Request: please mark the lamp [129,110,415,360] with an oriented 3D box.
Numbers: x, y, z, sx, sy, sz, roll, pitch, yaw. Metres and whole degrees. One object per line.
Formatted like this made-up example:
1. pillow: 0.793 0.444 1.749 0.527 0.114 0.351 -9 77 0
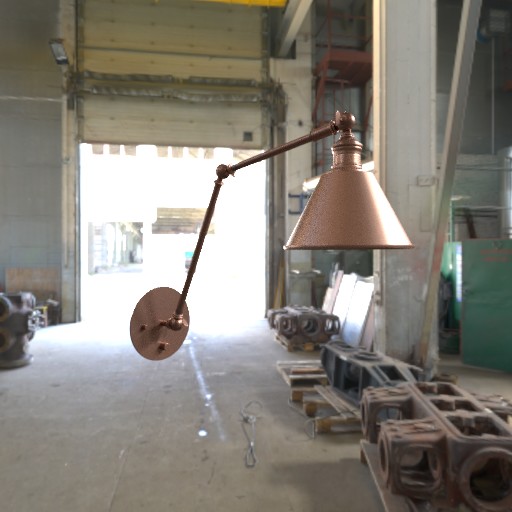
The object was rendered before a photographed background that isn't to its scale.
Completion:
1. lamp: 0.000 0.000 0.899 0.624 0.502 0.223 0 0 37
